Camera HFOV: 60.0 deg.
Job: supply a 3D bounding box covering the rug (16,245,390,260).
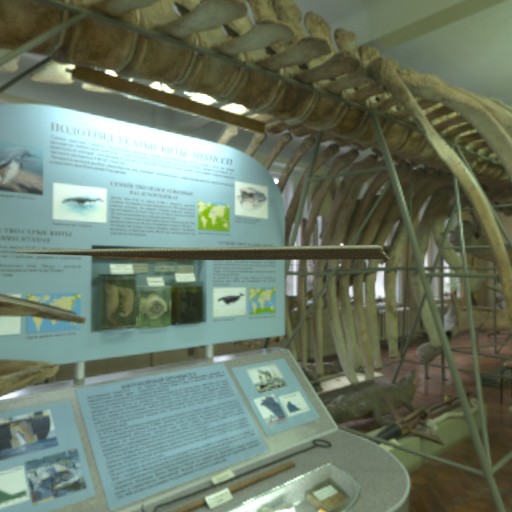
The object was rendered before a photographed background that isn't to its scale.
[{"bbox_3d":[0.000,0.000,2.832,1.608,0.014,2.213,0,-1,17],"label":"rug"}]
